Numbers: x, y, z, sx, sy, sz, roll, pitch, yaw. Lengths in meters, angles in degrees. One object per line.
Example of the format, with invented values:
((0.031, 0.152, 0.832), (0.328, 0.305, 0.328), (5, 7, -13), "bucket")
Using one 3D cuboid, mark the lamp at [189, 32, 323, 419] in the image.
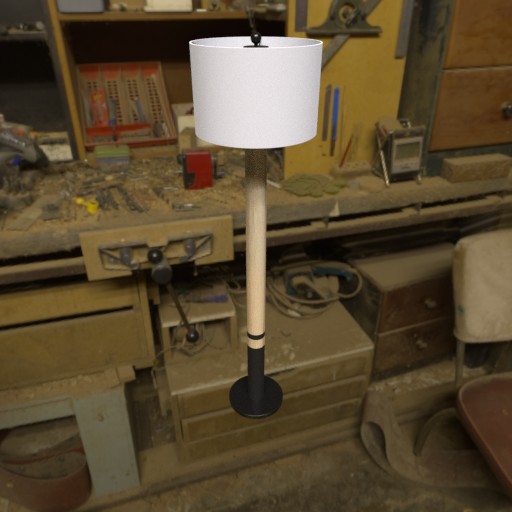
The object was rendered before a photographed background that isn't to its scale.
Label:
((0.000, 0.000, 1.636), (0.381, 1.478, 0.381), (-8, 31, -13), "lamp")
